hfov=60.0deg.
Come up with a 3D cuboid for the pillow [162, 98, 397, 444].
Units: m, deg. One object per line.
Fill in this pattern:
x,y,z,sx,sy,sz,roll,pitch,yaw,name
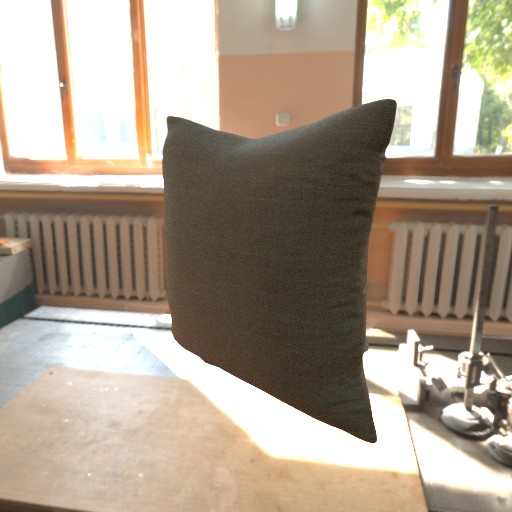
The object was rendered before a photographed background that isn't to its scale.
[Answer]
0.000,0.000,0.635,0.169,0.400,0.424,-14,20,-43,pillow
